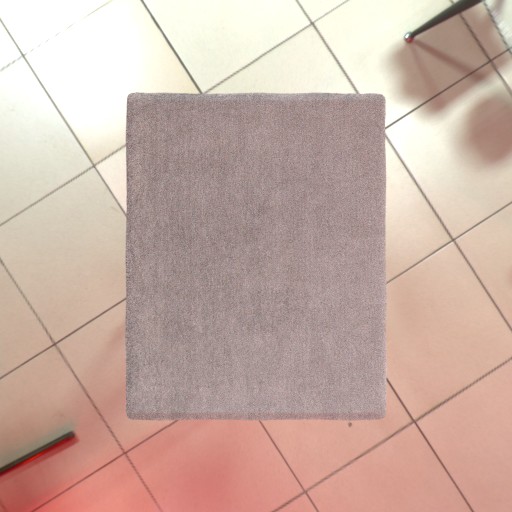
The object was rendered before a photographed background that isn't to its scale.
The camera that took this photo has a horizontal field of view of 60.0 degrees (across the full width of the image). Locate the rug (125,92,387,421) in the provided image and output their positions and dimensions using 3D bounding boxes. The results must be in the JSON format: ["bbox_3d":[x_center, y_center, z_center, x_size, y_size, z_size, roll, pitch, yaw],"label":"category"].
[{"bbox_3d":[0.000,0.000,3.946,2.332,0.027,2.933,0,90,0],"label":"rug"}]
